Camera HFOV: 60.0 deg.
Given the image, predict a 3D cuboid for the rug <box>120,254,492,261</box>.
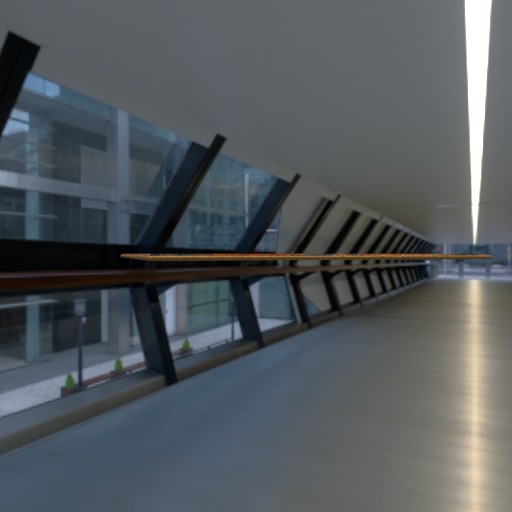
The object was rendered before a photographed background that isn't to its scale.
[{"bbox_3d":[0.000,0.000,2.864,1.588,0.024,2.204,0,0,-19],"label":"rug"}]
